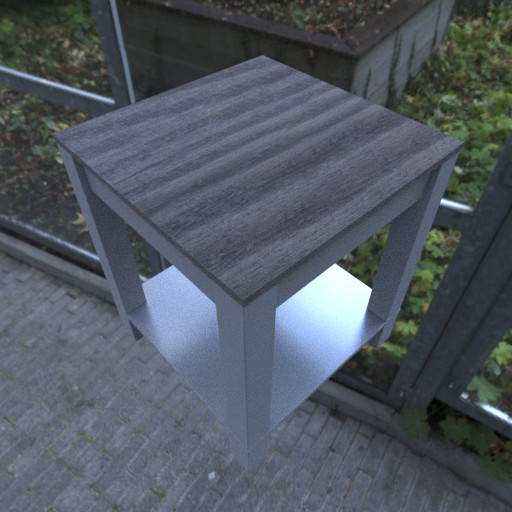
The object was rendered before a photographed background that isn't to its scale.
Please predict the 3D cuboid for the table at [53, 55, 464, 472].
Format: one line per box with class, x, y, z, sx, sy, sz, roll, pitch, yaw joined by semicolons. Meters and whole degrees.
table;0.000;0.000;0.978;0.506;0.587;0.504;-34;54;-28
